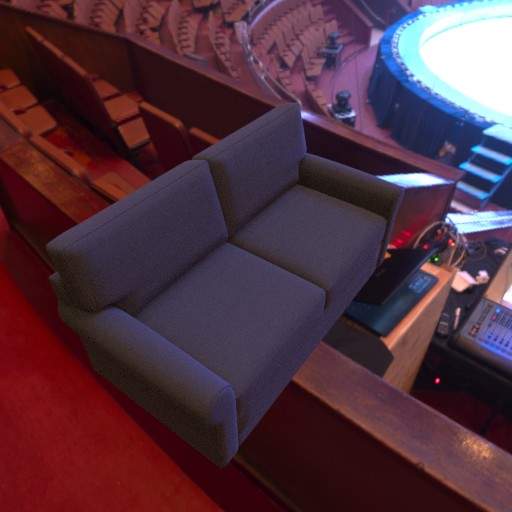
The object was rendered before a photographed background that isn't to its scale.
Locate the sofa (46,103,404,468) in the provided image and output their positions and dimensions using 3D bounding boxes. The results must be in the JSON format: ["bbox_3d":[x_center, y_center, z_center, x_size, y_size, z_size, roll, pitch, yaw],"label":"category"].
[{"bbox_3d":[0.000,0.000,2.486,0.940,1.020,1.930,26,48,26],"label":"sofa"}]
